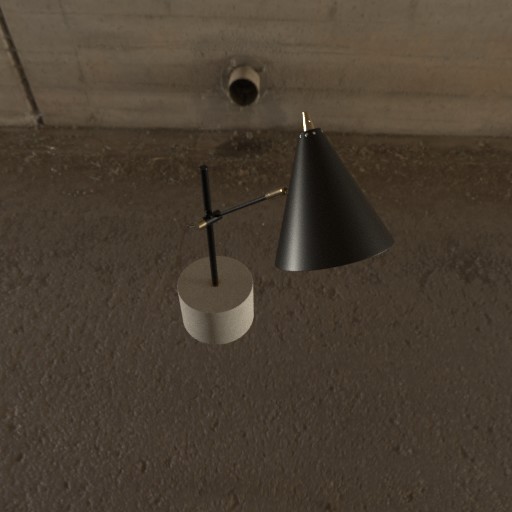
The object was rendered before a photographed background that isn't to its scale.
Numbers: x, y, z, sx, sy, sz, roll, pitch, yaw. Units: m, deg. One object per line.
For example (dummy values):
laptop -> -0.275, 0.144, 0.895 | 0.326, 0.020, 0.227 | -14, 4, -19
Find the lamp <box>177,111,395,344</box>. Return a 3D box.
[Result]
lamp -> 0.000, 0.000, 0.723 | 0.214, 0.518, 0.403 | -23, 50, -21
